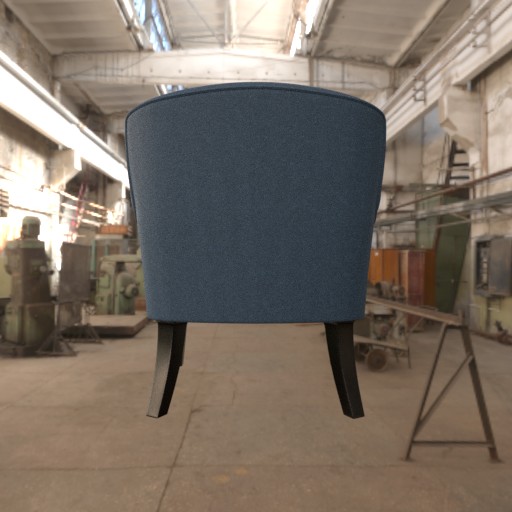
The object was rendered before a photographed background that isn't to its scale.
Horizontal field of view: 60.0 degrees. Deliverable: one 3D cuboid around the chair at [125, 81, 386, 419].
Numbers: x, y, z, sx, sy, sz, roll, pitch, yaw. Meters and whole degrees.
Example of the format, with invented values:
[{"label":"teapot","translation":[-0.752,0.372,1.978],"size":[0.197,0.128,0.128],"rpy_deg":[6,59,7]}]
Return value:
[{"label":"chair","translation":[0.000,0.000,1.475],"size":[0.770,0.878,0.754],"rpy_deg":[0,-1,0]}]
